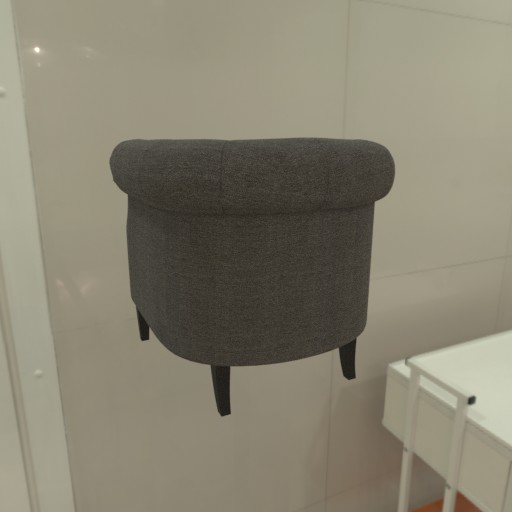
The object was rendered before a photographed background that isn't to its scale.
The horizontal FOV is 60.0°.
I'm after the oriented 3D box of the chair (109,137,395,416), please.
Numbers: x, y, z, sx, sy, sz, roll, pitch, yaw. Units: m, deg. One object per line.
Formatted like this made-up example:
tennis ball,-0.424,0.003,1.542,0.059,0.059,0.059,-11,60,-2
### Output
chair,0.000,0.000,1.606,0.905,0.827,0.852,-7,16,-25
